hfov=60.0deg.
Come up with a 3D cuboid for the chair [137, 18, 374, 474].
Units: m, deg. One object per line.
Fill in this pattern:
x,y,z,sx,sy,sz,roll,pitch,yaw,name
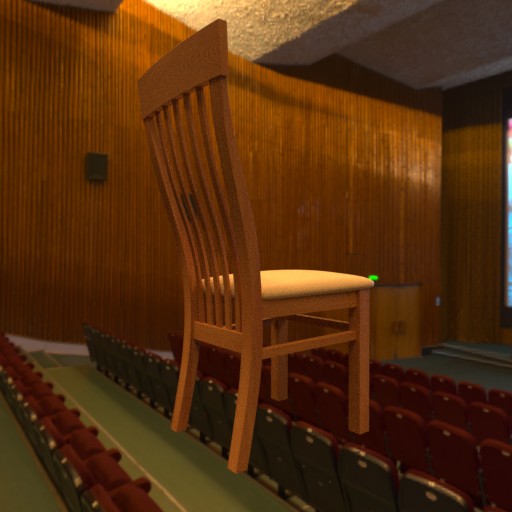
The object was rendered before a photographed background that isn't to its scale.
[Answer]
0.000,0.000,1.322,0.580,1.050,0.450,0,1,-37,chair
